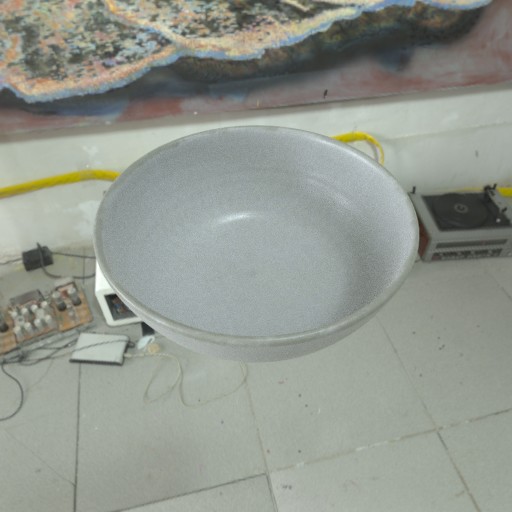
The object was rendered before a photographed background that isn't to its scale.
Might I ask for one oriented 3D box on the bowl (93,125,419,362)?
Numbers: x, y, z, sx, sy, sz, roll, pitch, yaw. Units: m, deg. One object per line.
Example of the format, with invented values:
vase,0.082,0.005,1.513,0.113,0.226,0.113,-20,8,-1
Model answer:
bowl,0.000,0.000,0.417,0.268,0.121,0.268,0,46,0
